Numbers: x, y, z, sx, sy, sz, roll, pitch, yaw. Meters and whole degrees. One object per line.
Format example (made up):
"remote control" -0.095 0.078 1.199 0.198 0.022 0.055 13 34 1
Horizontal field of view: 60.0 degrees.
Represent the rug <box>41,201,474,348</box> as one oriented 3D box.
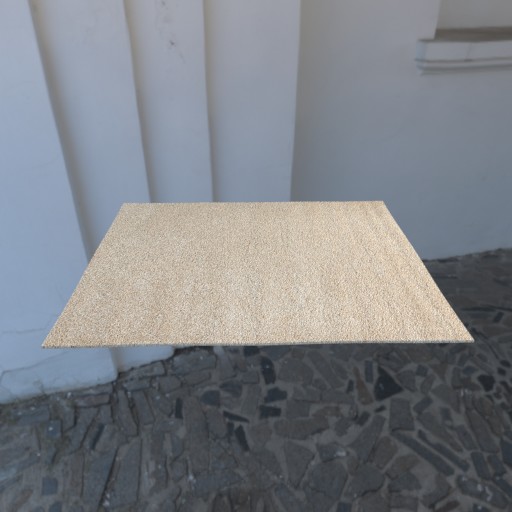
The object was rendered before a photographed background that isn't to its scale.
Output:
"rug" 0.000 0.000 4.101 3.000 0.026 2.400 -1 31 -1
